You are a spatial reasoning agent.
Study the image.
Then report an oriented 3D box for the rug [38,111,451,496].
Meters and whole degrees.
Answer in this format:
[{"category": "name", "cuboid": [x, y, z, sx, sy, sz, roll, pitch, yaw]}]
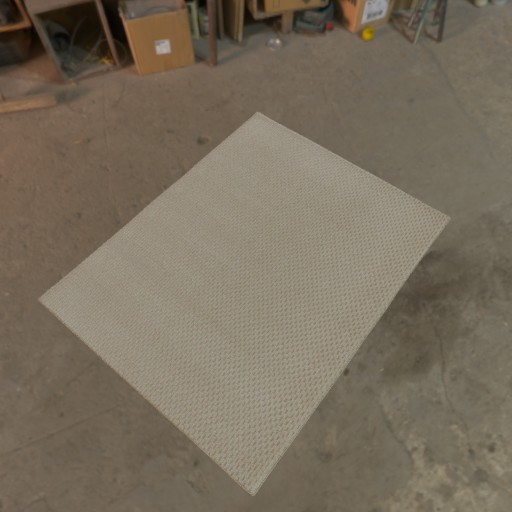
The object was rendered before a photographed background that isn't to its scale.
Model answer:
[{"category": "rug", "cuboid": [0.000, 0.000, 3.848, 2.277, 0.035, 2.897, 34, 65, 19]}]
